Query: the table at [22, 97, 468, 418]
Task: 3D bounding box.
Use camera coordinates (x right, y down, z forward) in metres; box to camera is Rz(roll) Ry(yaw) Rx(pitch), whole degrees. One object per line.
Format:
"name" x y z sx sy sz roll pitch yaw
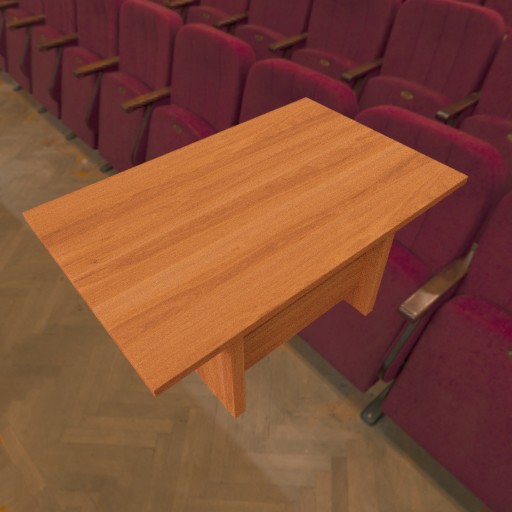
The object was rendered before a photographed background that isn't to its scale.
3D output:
"table" 0.000 0.000 1.464 1.100 0.510 0.700 -31 52 -27
